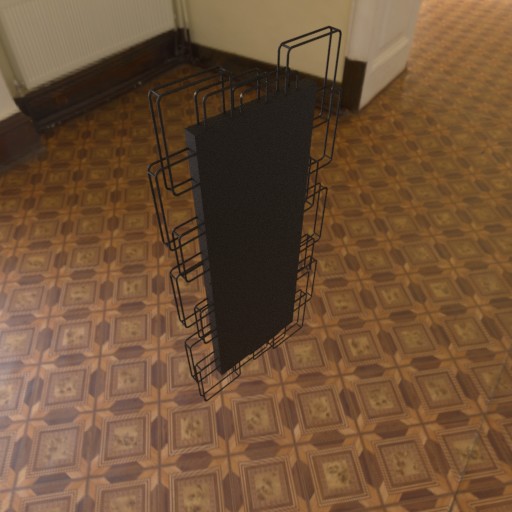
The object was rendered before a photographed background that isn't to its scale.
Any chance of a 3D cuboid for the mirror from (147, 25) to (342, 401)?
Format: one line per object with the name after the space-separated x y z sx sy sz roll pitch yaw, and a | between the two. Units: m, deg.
0.000 0.000 1.340 0.565 1.192 0.037 -32 54 -27 | mirror
